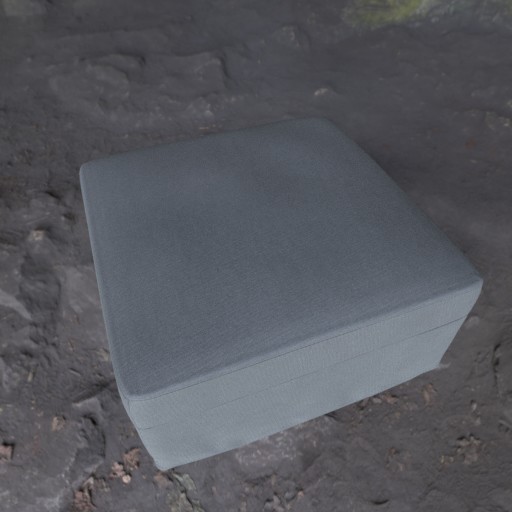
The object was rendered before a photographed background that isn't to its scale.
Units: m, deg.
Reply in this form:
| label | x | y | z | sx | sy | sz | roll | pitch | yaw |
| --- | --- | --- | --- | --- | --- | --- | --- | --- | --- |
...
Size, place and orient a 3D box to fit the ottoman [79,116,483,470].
| label | x | y | z | sx | sy | sz | roll | pitch | yaw |
| --- | --- | --- | --- | --- | --- | --- | --- | --- | --- |
| ottoman | 0.000 | 0.000 | 1.280 | 0.843 | 0.441 | 0.842 | -15 | 48 | -14 |
